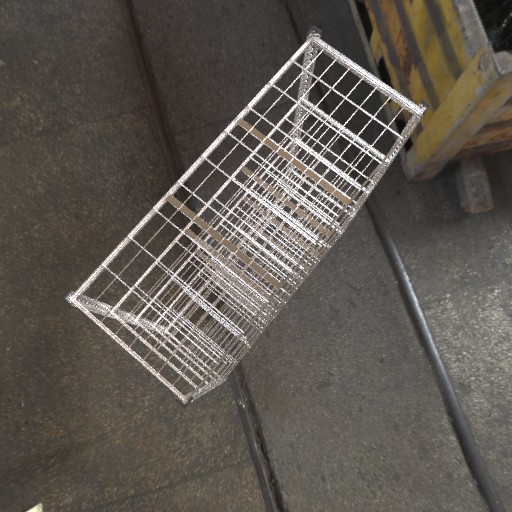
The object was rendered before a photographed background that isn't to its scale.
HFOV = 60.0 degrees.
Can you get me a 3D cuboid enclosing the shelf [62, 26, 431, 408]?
[{"bbox_3d":[0.000,0.000,2.682,0.610,1.981,1.524,39,80,8],"label":"shelf"}]
